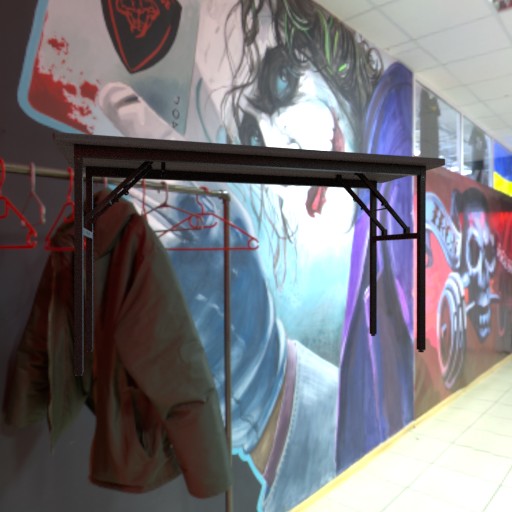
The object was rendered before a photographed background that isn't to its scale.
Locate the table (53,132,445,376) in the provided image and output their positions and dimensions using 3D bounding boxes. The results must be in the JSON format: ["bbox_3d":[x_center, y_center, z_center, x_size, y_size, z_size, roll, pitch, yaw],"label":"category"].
[{"bbox_3d":[0.000,0.000,1.739,1.399,0.750,0.449,0,0,-16],"label":"table"}]
